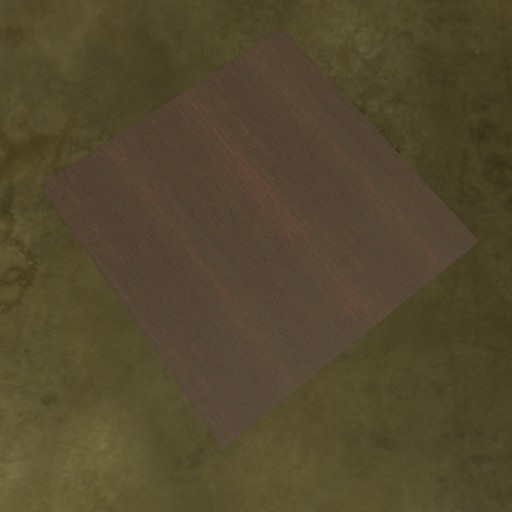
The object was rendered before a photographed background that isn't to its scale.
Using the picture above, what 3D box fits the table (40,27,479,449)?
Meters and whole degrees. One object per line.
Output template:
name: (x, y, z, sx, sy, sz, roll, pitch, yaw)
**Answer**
table: (0.000, 0.000, 0.971, 0.495, 0.559, 0.495, -36, 79, -9)
